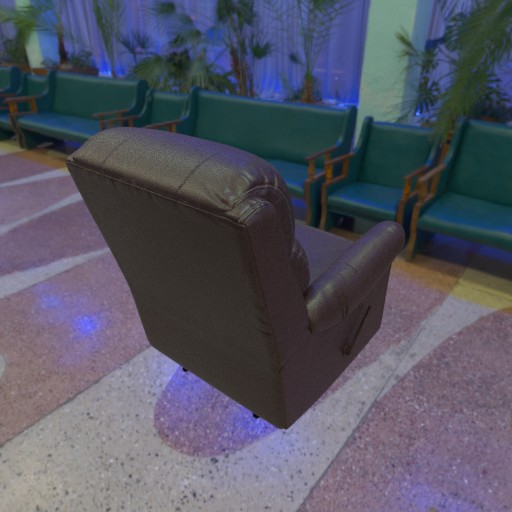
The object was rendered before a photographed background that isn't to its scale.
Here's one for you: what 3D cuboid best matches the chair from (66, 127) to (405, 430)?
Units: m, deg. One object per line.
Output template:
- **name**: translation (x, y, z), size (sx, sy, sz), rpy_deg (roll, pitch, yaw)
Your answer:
- **chair**: translation (0.000, 0.000, 1.735), size (0.838, 1.054, 1.014), rpy_deg (22, 36, 33)
